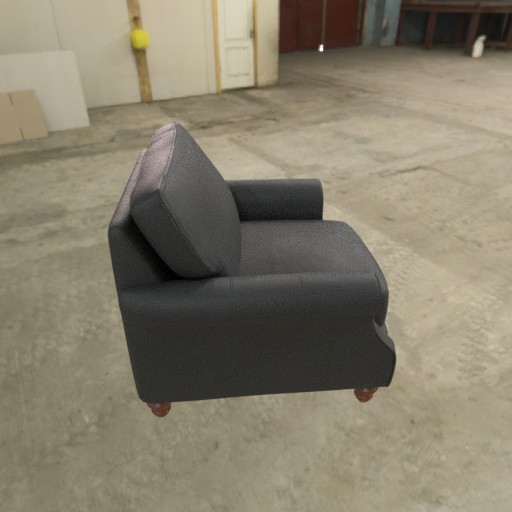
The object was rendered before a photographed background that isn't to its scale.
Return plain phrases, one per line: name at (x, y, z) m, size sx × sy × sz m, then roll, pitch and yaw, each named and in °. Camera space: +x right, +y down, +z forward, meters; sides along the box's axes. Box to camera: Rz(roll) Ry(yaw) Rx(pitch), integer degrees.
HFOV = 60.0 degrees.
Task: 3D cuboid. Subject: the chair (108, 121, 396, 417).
chair at (0.000, 0.000, 1.820) m, size 1.027 × 0.960 × 1.015 m, roll 0°, pitch 31°, yaw -1°
